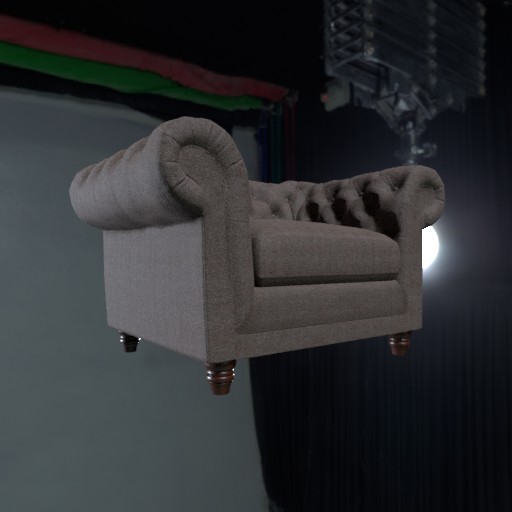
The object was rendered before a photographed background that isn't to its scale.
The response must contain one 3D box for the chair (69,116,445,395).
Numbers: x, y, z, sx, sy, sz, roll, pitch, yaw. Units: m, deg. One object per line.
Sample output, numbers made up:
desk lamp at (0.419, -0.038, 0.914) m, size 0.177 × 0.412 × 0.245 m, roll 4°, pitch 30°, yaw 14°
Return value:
chair at (0.000, 0.000, 1.829) m, size 1.298 × 0.780 × 0.945 m, roll 0°, pitch 0°, yaw -37°
